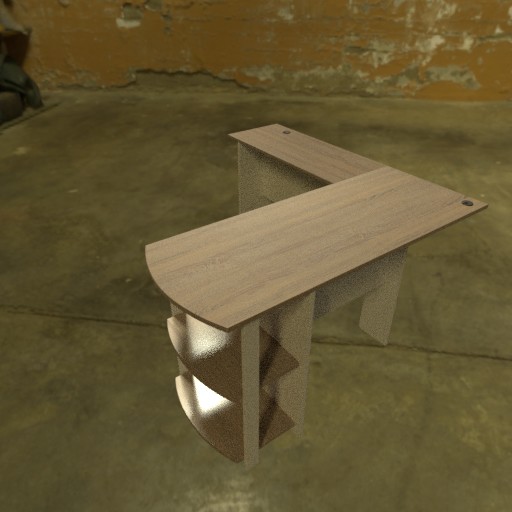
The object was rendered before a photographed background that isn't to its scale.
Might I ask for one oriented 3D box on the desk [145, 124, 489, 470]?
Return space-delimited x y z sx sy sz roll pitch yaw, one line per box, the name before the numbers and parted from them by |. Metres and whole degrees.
desk | 0.000 0.000 2.098 1.303 0.716 1.361 -22 39 -30
